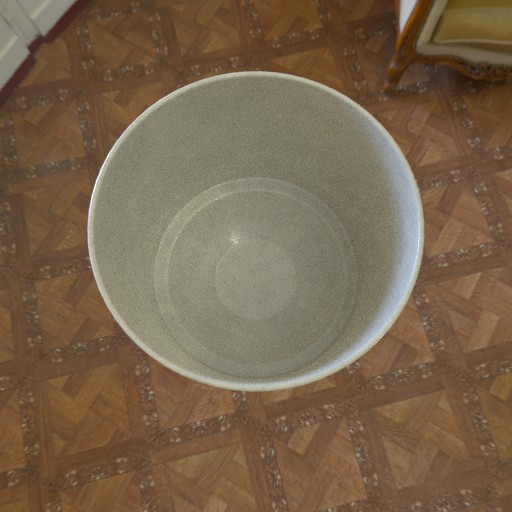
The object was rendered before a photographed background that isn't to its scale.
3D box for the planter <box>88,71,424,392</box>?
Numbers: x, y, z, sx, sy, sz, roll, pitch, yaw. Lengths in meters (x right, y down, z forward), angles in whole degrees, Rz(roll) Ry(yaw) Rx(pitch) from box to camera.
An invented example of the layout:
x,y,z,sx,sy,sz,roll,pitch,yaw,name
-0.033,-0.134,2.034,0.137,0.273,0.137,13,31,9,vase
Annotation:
x,y,z,sx,sy,sz,roll,pitch,yaw,name
0.000,0.000,0.337,0.190,0.181,0.190,0,76,0,planter
